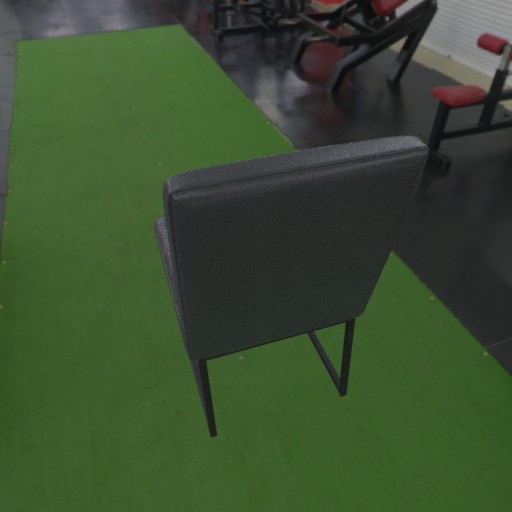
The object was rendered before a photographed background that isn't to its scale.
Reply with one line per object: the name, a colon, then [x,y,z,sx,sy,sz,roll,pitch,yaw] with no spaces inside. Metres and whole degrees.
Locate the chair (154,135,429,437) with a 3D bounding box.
chair: [0.000,0.000,1.293,0.520,0.930,0.634,-12,43,-14]
